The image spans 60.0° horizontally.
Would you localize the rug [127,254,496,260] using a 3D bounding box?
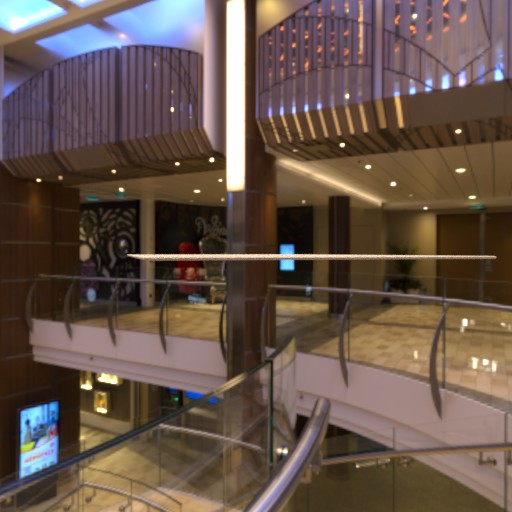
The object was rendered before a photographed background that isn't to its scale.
[{"bbox_3d":[0.000,0.000,2.259,1.219,0.010,1.829,0,0,-18],"label":"rug"}]
